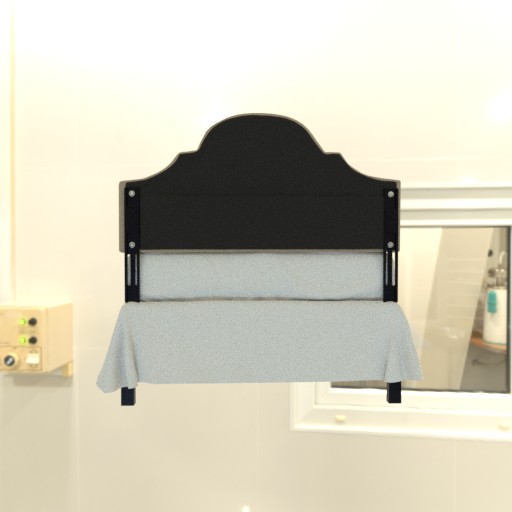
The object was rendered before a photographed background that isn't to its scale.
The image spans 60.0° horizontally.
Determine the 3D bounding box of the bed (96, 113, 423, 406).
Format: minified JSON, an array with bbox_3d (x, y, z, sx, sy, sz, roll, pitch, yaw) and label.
[{"bbox_3d":[0.000,0.000,3.446,1.780,1.634,2.222,0,1,-1],"label":"bed"}]
